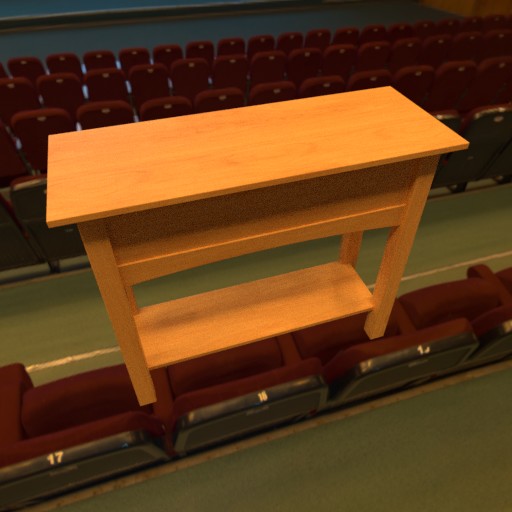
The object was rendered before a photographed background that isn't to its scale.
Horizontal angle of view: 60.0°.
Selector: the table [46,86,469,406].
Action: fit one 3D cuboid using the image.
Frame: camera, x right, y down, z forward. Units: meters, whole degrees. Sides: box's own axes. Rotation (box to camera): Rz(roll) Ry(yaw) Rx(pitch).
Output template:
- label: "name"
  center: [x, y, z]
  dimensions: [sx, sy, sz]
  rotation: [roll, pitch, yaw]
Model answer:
- label: "table"
  center: [0.000, 0.000, 1.257]
  dimensions: [0.900, 0.728, 0.340]
  rotation: [-13, 44, -13]
